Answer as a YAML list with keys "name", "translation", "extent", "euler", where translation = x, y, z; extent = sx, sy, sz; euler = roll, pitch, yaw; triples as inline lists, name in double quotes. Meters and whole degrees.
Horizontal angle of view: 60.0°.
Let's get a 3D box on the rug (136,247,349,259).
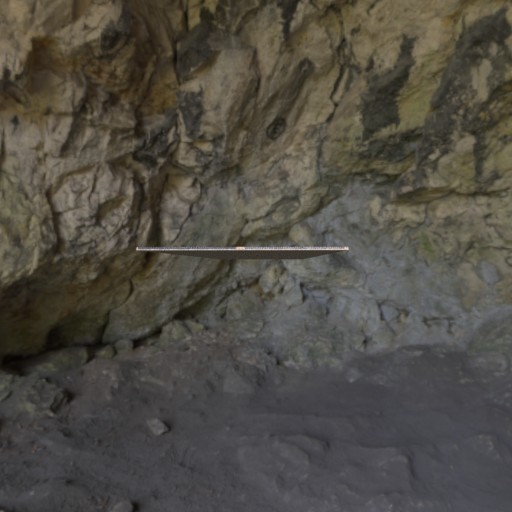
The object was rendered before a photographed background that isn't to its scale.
- name: "rug"
  translation: [0.000, 0.000, 2.564]
  extent: [0.687, 0.011, 2.287]
  euler: [0, -1, 2]
